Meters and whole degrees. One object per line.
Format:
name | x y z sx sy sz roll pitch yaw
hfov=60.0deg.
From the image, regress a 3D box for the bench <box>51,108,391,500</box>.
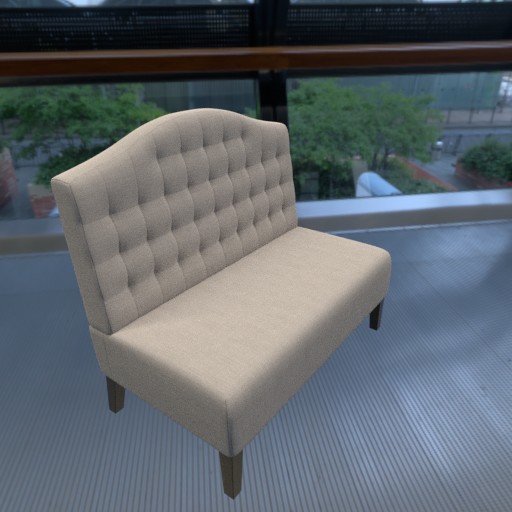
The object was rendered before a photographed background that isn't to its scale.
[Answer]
bench | 0.000 0.000 1.973 0.815 1.180 1.335 19 32 32
